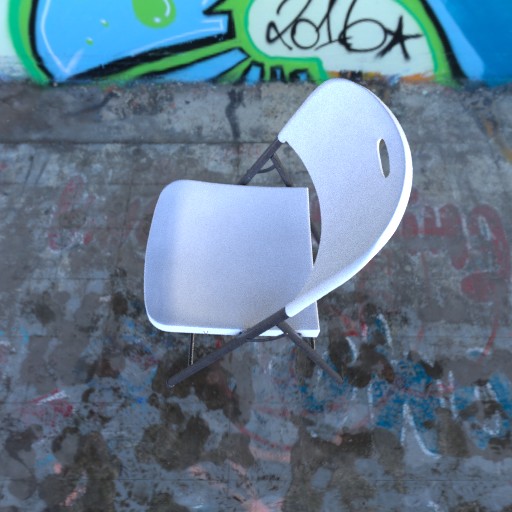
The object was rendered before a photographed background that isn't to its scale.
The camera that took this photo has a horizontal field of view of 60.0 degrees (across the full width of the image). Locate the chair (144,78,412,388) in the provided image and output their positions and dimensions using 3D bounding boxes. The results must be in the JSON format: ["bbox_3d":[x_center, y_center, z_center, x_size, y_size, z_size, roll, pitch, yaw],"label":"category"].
[{"bbox_3d":[0.000,0.000,1.158,0.566,0.810,0.494,0,61,0],"label":"chair"}]
